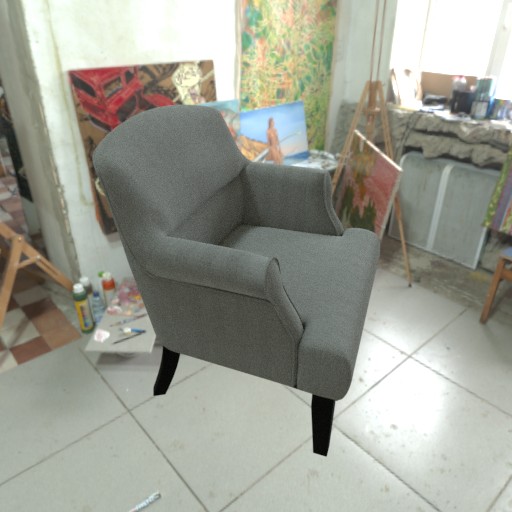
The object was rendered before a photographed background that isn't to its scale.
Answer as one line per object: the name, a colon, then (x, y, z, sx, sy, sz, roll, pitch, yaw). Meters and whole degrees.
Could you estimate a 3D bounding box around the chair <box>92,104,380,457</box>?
chair: (0.000, 0.000, 1.457, 0.755, 0.880, 0.772, 10, 31, 17)
